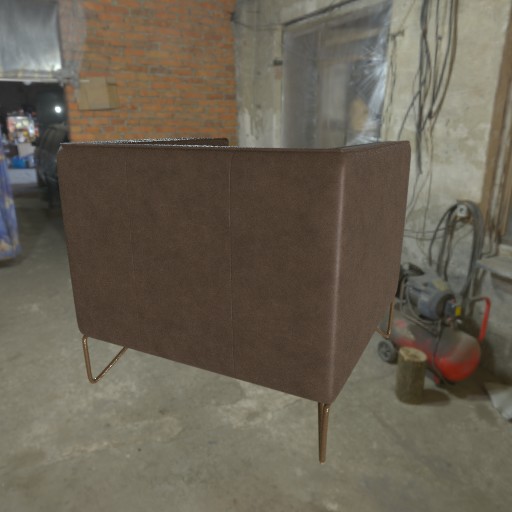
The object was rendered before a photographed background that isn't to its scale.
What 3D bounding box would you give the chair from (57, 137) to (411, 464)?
[{"bbox_3d":[0.000,0.000,1.561,0.880,0.790,0.894,8,18,26],"label":"chair"}]
